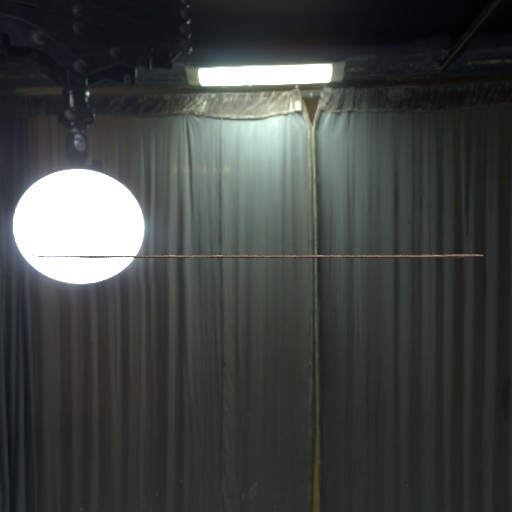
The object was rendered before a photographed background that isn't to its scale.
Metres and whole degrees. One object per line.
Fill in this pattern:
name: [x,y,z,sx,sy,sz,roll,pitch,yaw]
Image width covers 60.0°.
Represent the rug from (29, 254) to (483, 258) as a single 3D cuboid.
rug: [0.000,0.000,2.767,2.444,0.030,0.799,0,-1,0]
